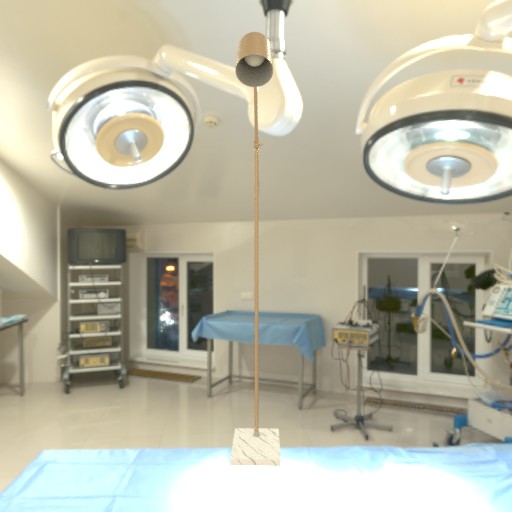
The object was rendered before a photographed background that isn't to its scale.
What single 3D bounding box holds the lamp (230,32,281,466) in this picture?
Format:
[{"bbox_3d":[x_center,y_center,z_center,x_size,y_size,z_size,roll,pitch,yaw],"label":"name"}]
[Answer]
[{"bbox_3d":[0.000,0.000,1.783,0.194,1.594,0.653,0,1,1],"label":"lamp"}]
